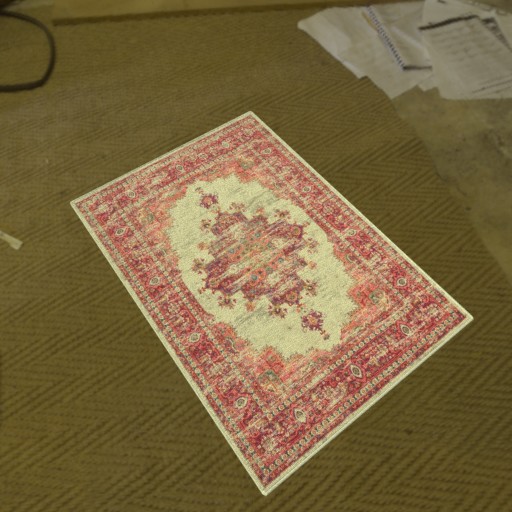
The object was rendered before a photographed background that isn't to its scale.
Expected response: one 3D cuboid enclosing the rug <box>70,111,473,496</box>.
[{"bbox_3d":[0.000,0.000,2.224,1.217,0.011,1.747,-32,64,-18],"label":"rug"}]
